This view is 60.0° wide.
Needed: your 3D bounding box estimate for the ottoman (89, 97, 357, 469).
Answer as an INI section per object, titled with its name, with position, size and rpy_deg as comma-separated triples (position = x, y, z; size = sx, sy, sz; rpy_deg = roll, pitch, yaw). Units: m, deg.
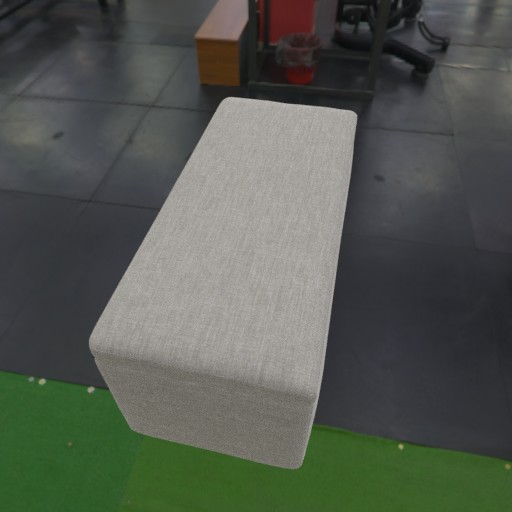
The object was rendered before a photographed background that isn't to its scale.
[ottoman]
position = 0.000, 0.000, 1.149
size = 0.419, 0.432, 0.902
rpy_deg = 10, 48, 9
